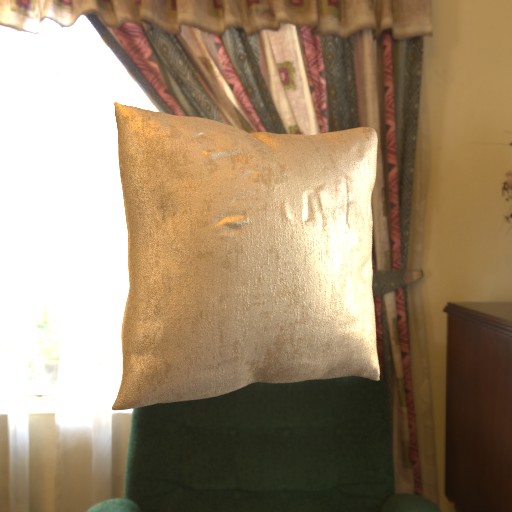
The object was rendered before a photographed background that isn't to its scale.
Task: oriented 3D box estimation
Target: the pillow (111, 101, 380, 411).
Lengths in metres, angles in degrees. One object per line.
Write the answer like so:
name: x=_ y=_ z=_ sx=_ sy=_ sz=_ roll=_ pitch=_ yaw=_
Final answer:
pillow: x=0.000 y=0.000 z=0.721 sx=0.450 sy=0.448 sz=0.245 roll=0 pitch=1 yaw=-18
